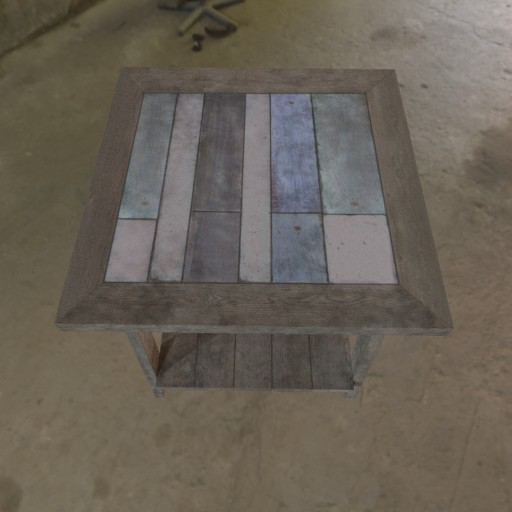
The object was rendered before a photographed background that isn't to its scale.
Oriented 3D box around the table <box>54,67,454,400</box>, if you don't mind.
[{"bbox_3d":[0.000,0.000,1.091,0.610,0.610,0.610,1,59,0],"label":"table"}]
